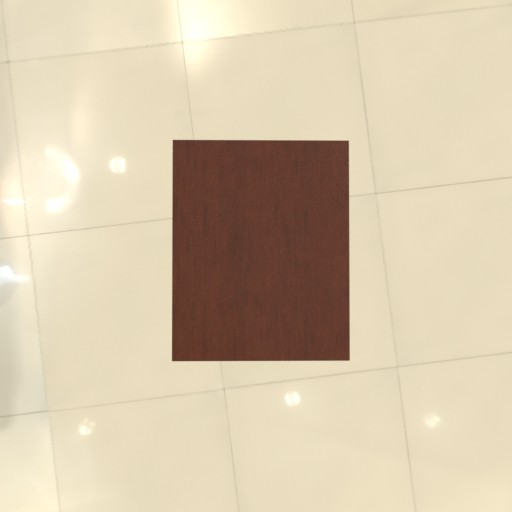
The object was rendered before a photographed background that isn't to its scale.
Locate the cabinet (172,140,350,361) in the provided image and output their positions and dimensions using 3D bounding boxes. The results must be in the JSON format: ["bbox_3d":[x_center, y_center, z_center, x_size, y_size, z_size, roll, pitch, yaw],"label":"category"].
[{"bbox_3d":[0.000,0.000,1.759,0.401,1.518,0.500,0,89,-1],"label":"cabinet"}]
